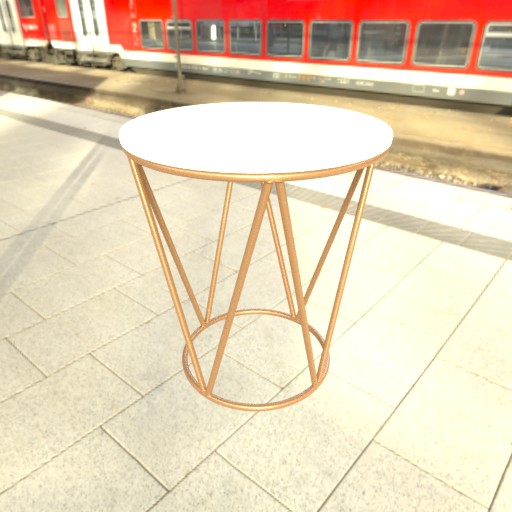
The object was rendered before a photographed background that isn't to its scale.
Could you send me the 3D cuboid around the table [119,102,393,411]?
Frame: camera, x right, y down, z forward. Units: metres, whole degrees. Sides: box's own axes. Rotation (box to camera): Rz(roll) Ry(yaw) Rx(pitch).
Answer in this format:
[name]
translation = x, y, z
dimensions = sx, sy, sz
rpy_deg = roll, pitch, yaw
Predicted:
[table]
translation = 0.000, 0.000, 0.971
dimensions = 0.500, 0.564, 0.500
rpy_deg = 0, 29, 0
